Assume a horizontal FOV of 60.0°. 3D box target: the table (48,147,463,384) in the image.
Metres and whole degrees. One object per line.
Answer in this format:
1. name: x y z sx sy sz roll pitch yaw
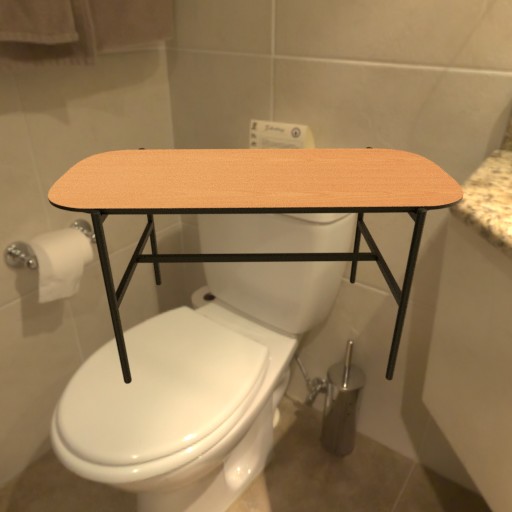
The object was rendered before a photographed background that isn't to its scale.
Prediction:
1. table: 0.000 0.000 1.028 0.800 0.400 0.400 0 29 -1
